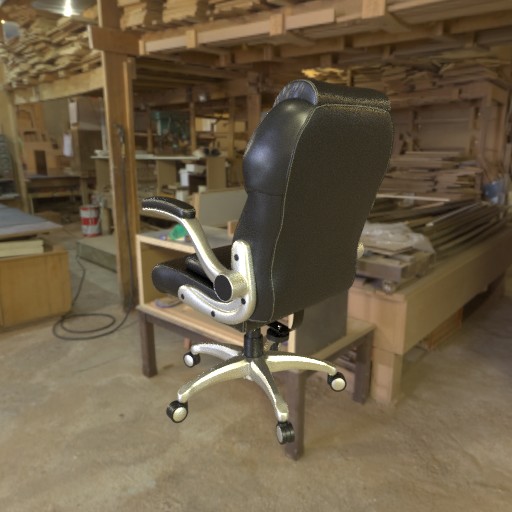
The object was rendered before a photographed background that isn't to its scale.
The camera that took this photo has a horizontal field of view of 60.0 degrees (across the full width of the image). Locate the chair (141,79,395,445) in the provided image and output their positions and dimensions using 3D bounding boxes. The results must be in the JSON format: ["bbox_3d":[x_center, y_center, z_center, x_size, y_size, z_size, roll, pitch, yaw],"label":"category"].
[{"bbox_3d":[0.000,0.000,1.641,0.801,1.141,0.724,14,20,43],"label":"chair"}]
